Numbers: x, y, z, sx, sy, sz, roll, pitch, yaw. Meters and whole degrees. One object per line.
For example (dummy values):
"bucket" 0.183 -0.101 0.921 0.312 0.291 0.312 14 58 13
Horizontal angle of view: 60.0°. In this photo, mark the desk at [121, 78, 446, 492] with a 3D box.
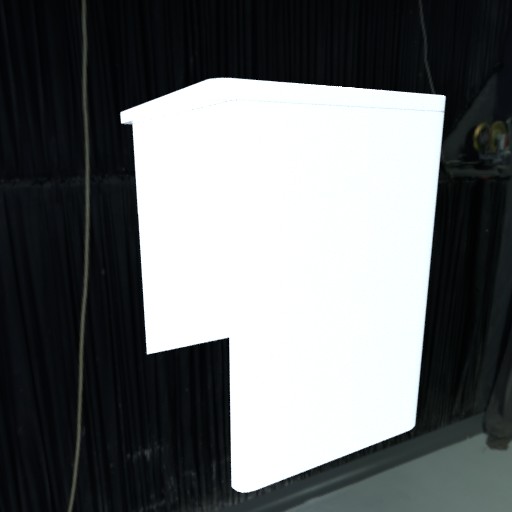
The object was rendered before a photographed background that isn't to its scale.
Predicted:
"desk" 0.000 0.000 1.242 0.549 0.800 0.762 -7 15 -27
